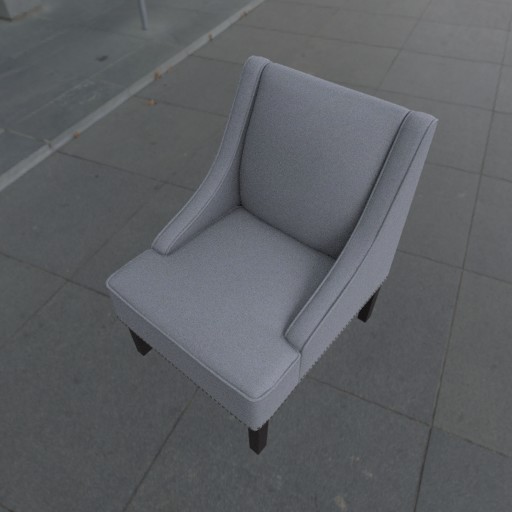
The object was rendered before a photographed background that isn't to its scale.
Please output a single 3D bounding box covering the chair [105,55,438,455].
[{"bbox_3d":[0.000,0.000,1.387,0.631,0.867,0.747,31,54,26],"label":"chair"}]
